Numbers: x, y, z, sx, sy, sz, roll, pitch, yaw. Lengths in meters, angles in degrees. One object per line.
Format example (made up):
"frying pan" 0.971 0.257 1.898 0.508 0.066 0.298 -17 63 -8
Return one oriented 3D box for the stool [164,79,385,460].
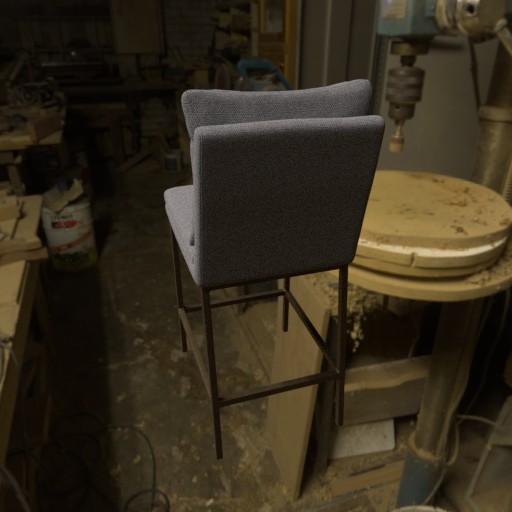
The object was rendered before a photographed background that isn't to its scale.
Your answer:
"stool" 0.000 0.000 1.357 0.463 1.031 0.569 -9 29 -16
